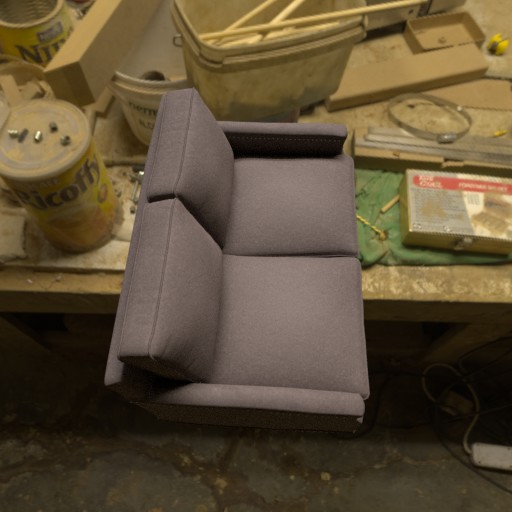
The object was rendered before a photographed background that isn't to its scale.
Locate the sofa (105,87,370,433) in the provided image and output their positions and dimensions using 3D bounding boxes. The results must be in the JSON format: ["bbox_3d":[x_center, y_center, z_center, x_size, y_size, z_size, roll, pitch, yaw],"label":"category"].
[{"bbox_3d":[0.000,0.000,2.279,1.084,1.003,1.597,2,63,1],"label":"sofa"}]
